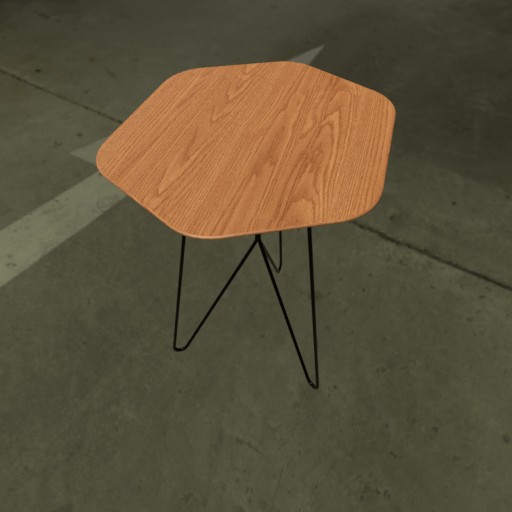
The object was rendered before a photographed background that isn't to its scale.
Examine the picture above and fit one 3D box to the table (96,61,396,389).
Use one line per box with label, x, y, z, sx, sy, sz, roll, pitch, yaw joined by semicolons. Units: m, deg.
table;0.000;0.000;0.873;0.400;0.562;0.500;12;47;12
